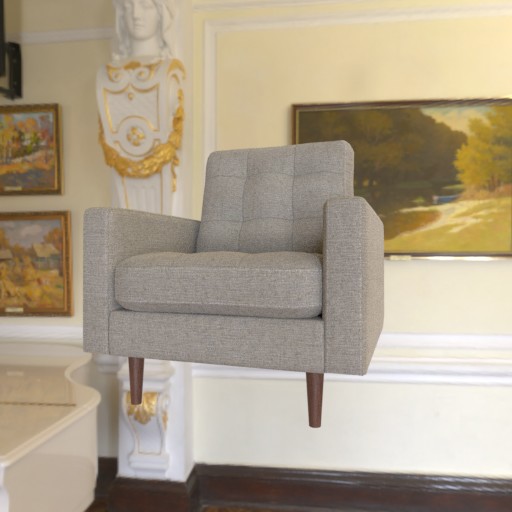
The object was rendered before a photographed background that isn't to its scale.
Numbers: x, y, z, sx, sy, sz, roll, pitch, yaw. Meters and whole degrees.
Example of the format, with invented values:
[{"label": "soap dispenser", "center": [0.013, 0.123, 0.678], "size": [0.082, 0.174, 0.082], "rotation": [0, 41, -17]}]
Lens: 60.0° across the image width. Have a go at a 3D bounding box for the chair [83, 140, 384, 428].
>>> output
[{"label": "chair", "center": [0.000, 0.000, 1.540], "size": [0.821, 0.880, 0.843], "rotation": [0, 0, 19]}]
